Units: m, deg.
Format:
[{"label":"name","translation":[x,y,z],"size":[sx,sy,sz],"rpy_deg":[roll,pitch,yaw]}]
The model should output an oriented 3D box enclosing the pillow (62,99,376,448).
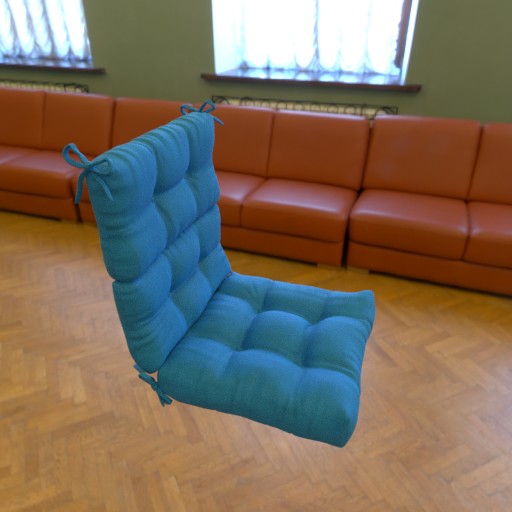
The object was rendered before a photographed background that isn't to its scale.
[{"label":"pillow","translation":[0.000,0.000,1.034],"size":[0.571,0.605,0.519],"rpy_deg":[10,31,16]}]
